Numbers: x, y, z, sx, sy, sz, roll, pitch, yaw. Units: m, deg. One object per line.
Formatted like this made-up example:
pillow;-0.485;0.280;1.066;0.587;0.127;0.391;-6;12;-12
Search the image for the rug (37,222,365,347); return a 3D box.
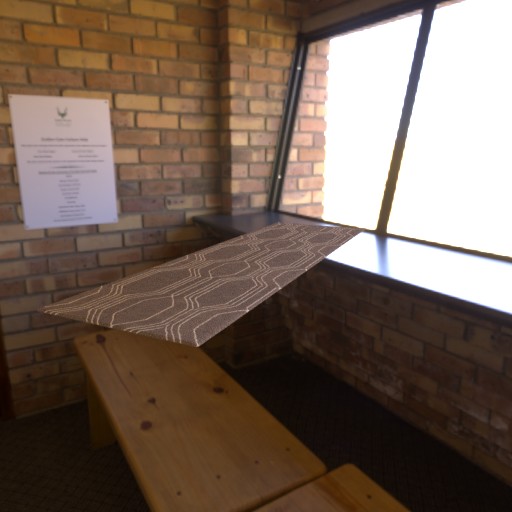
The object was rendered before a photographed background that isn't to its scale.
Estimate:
rug;0.000;0.000;2.703;0.773;0.012;2.464;7;15;25
